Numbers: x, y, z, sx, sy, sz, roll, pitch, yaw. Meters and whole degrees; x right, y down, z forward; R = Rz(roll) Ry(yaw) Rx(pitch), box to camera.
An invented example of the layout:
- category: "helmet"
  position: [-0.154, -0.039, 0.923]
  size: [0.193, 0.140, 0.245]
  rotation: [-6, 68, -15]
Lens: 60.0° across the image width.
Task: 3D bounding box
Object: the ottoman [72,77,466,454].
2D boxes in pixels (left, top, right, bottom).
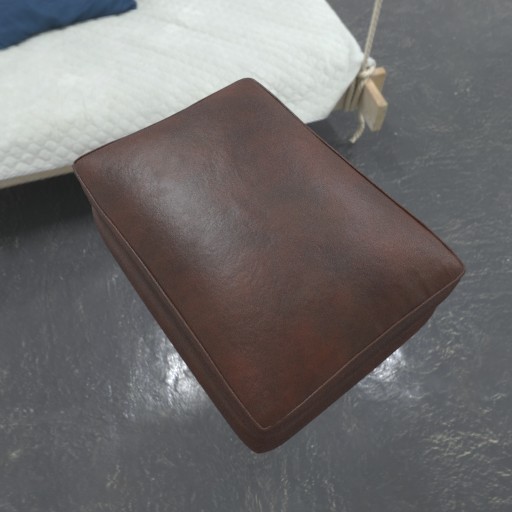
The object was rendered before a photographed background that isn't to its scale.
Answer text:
- category: "ottoman"
  position: [0.000, 0.000, 0.970]
  size: [0.501, 0.432, 0.665]
  rotation: [-33, 64, -18]
